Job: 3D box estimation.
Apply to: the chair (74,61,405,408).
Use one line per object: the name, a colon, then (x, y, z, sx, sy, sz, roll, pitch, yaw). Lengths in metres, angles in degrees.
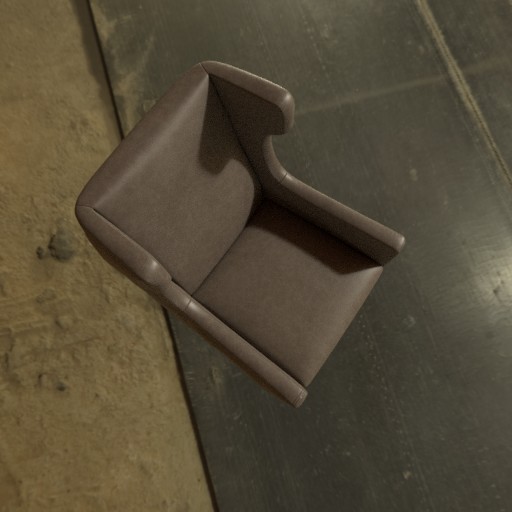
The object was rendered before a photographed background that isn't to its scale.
chair: (0.000, 0.000, 1.705, 0.899, 1.079, 0.769, 34, 77, 9)
